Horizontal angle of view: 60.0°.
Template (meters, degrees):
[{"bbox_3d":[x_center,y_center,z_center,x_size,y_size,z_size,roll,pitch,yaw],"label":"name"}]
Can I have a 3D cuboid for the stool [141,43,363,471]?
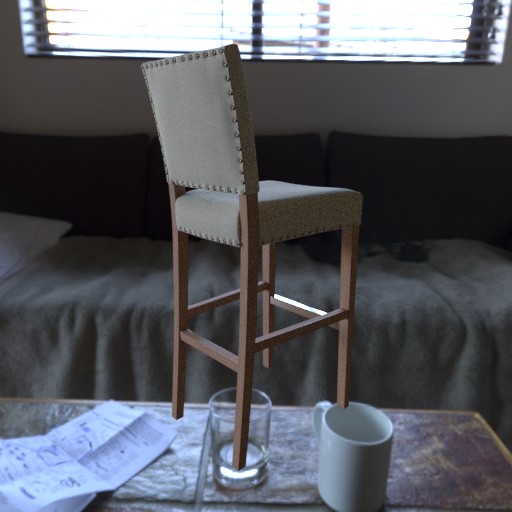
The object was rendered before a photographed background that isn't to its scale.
[{"bbox_3d":[0.000,0.000,1.419,0.546,1.143,0.428,-14,21,-41],"label":"stool"}]
